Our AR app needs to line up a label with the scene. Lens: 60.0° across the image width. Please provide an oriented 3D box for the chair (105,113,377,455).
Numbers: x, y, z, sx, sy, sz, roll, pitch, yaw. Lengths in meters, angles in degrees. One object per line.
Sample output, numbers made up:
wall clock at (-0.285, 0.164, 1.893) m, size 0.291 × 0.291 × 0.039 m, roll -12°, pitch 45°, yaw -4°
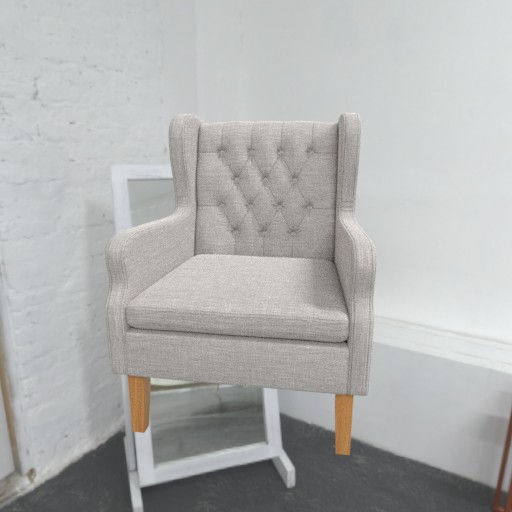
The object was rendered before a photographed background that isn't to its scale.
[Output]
chair at (0.000, 0.000, 1.484) m, size 0.710 × 0.930 × 0.760 m, roll 2°, pitch 15°, yaw 9°
